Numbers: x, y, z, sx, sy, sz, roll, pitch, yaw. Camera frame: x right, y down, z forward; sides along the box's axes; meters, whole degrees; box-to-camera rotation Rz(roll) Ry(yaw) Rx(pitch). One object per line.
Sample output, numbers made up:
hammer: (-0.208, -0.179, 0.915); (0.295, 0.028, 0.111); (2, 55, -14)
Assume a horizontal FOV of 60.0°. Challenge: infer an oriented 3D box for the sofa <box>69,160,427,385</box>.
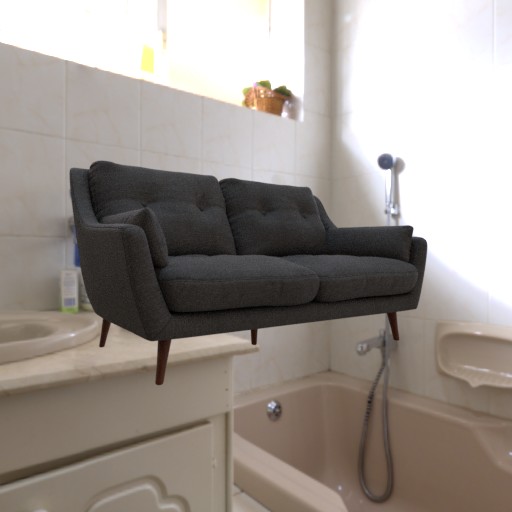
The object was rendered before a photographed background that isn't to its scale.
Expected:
sofa: (0.000, 0.000, 2.200); (1.646, 0.887, 0.976); (0, 0, -37)
